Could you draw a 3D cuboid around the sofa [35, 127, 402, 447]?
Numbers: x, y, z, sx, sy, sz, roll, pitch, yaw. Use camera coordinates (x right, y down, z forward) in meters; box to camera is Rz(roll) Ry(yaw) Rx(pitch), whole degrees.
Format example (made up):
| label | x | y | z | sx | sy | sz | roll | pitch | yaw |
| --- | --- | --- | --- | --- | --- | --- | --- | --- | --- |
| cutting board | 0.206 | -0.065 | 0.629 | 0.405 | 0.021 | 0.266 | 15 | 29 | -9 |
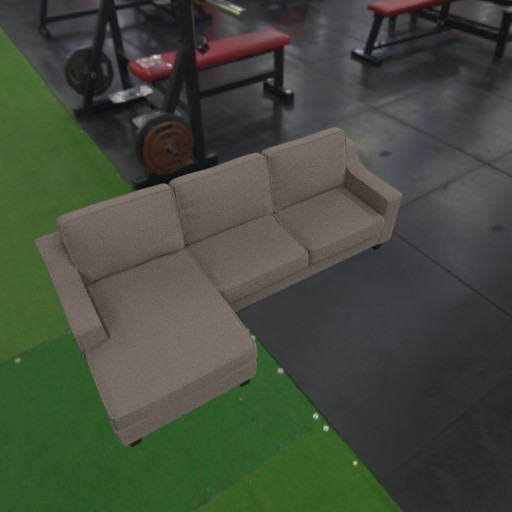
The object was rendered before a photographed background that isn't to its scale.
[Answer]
| label | x | y | z | sx | sy | sz | roll | pitch | yaw |
| --- | --- | --- | --- | --- | --- | --- | --- | --- | --- |
| sofa | 0.000 | 0.000 | 3.129 | 2.561 | 0.928 | 1.294 | -23 | 48 | -22 |
